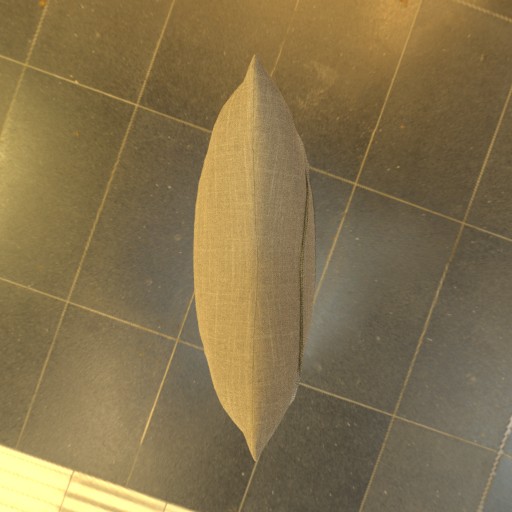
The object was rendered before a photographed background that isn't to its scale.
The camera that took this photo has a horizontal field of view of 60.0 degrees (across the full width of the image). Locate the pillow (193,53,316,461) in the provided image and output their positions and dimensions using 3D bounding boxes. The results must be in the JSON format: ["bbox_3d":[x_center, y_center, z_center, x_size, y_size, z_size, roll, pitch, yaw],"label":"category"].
[{"bbox_3d":[0.000,0.000,0.639,0.169,0.400,0.424,0,91,-1],"label":"pillow"}]
